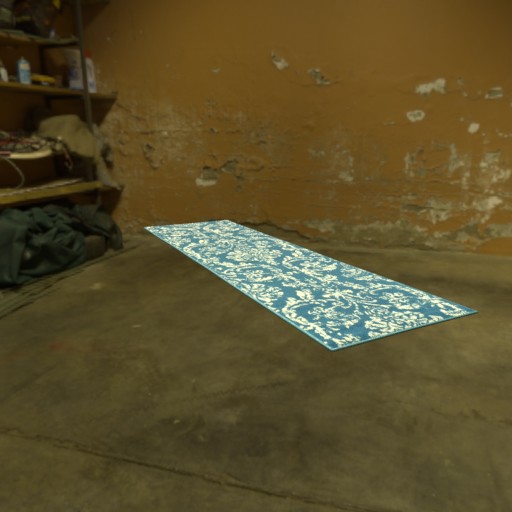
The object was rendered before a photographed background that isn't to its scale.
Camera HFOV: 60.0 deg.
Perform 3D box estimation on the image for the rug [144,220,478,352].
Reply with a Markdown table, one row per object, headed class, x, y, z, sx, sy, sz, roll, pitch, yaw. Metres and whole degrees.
| class | x | y | z | sx | sy | sz | roll | pitch | yaw |
| --- | --- | --- | --- | --- | --- | --- | --- | --- | --- |
| rug | 0.000 | 0.000 | 2.395 | 0.662 | 0.011 | 2.196 | -8 | 16 | -27 |
